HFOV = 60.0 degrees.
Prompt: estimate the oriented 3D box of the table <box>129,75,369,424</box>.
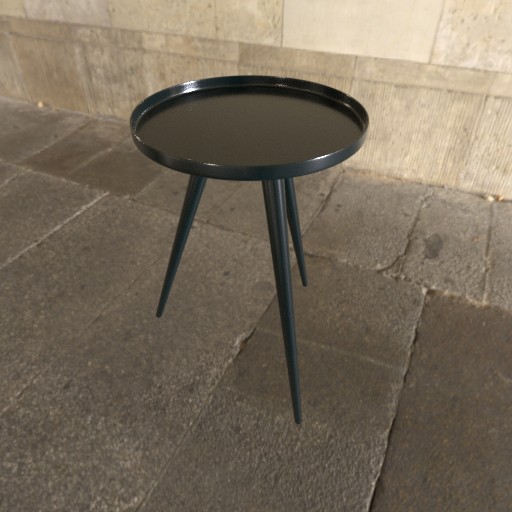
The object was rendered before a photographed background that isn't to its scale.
[{"bbox_3d":[0.000,0.000,0.850,0.403,0.548,0.415,-12,40,-15],"label":"table"}]
